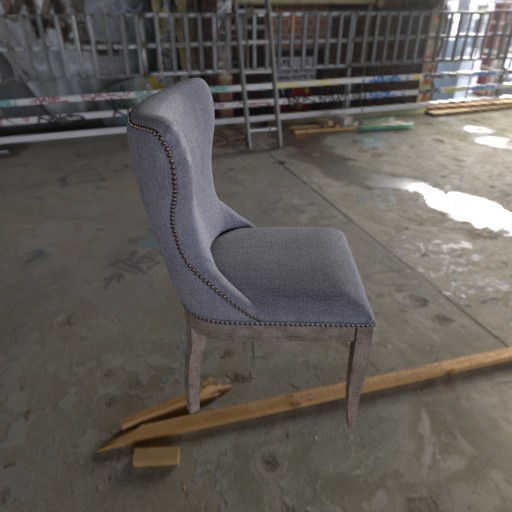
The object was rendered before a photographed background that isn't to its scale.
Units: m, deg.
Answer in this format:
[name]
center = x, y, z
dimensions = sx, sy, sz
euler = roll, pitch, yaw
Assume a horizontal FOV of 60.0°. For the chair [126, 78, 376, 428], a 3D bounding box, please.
[chair]
center = 0.000, 0.000, 1.440
dimensions = 0.681, 1.002, 0.654
euler = 0, 31, 0
